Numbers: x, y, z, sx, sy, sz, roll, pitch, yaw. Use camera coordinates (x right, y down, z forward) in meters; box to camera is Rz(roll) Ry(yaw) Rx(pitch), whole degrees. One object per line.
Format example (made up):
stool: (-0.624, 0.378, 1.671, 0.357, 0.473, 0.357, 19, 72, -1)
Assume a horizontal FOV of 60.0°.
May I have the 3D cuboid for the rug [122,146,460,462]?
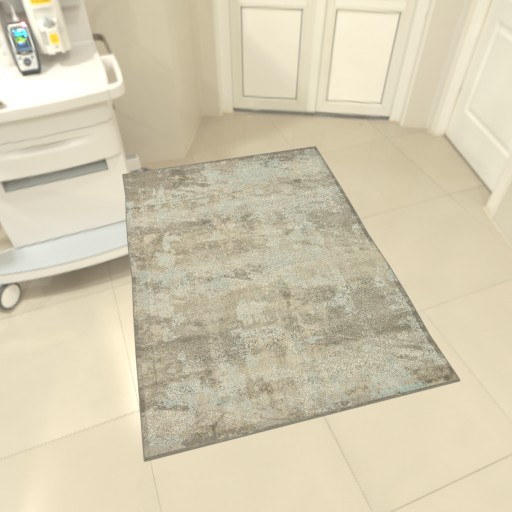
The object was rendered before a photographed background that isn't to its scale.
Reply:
rug: (0.000, 0.000, 4.270, 2.393, 0.013, 3.307, -11, 48, -10)
